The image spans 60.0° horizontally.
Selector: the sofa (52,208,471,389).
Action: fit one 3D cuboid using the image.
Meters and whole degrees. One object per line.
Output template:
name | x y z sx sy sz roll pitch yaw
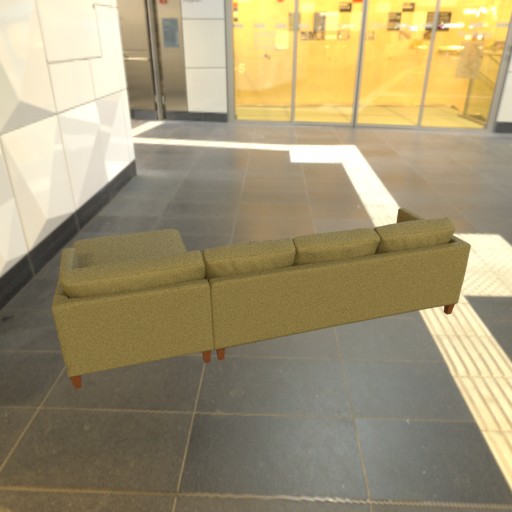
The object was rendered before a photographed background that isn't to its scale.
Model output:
sofa | 0.000 0.000 3.970 3.186 0.861 1.625 -8 28 -15
